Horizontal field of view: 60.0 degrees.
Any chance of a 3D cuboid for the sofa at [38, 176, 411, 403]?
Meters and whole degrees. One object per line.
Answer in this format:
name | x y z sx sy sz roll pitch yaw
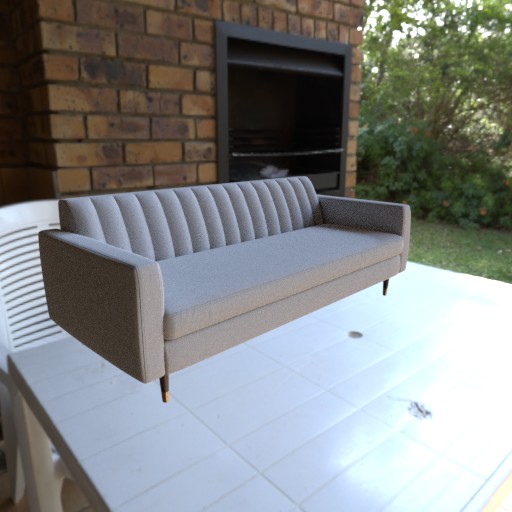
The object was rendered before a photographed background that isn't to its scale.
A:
sofa | 0.000 0.000 2.774 0.990 0.821 2.291 14 21 43
